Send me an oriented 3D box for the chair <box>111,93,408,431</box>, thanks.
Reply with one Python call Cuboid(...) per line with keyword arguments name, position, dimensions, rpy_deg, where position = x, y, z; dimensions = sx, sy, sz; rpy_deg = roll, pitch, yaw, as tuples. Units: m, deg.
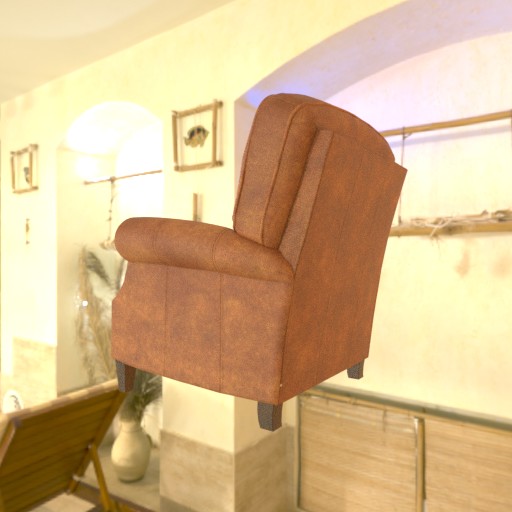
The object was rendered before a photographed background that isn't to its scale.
Cuboid(name="chair", position=(0.000, 0.000, 1.750), dimensions=(0.986, 1.018, 0.936), rpy_deg=(0, 1, 35))
